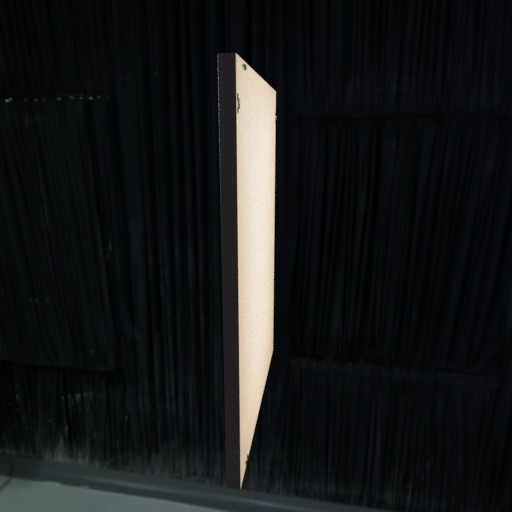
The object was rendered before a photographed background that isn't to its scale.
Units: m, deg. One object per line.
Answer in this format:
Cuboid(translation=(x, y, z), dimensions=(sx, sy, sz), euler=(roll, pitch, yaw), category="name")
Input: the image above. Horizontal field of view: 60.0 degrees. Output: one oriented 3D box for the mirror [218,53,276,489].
Cuboid(translation=(0.000, 0.000, 1.353), dimensions=(0.041, 1.016, 0.762), euler=(2, 15, 8), category="mirror")
